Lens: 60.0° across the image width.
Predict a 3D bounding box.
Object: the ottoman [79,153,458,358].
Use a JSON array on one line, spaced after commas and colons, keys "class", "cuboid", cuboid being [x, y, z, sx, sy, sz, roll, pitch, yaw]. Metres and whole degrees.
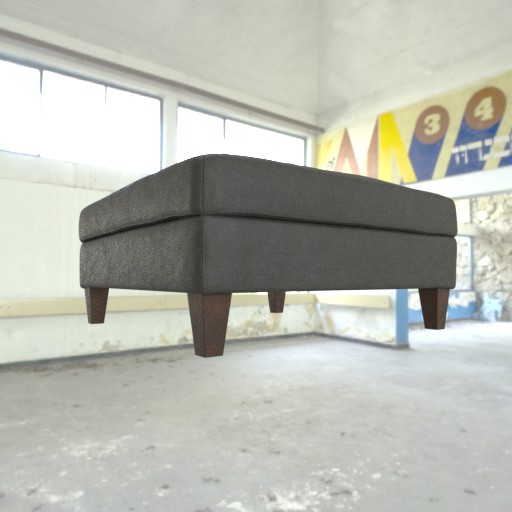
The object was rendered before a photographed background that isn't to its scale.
[{"class": "ottoman", "cuboid": [0.000, 0.000, 1.324, 0.844, 0.415, 0.836, 2, -3, -36]}]
